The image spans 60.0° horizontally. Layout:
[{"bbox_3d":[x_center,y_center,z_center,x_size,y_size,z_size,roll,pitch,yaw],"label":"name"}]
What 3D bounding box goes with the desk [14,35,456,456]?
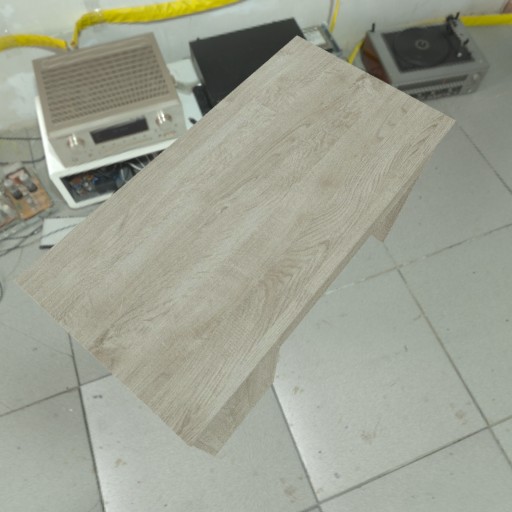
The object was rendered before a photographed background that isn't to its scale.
[{"bbox_3d":[0.000,0.000,1.465,0.560,0.730,1.096,36,69,16],"label":"desk"}]
